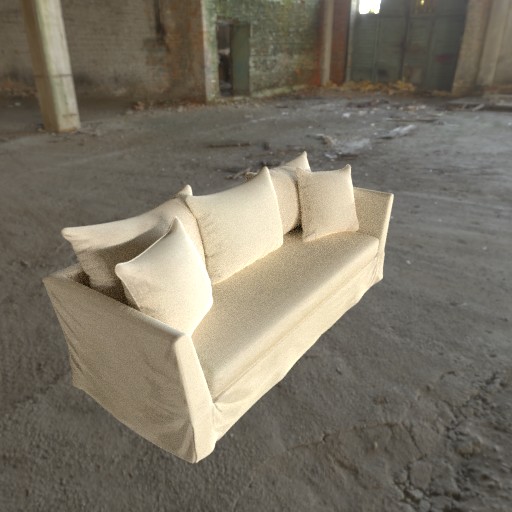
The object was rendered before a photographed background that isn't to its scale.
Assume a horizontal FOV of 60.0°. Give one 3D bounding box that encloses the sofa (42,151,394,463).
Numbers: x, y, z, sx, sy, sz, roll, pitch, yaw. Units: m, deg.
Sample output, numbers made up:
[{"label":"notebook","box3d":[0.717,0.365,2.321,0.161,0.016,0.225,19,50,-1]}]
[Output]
[{"label":"sofa","box3d":[0.000,0.000,3.046,1.030,1.042,2.484,17,30,32]}]
